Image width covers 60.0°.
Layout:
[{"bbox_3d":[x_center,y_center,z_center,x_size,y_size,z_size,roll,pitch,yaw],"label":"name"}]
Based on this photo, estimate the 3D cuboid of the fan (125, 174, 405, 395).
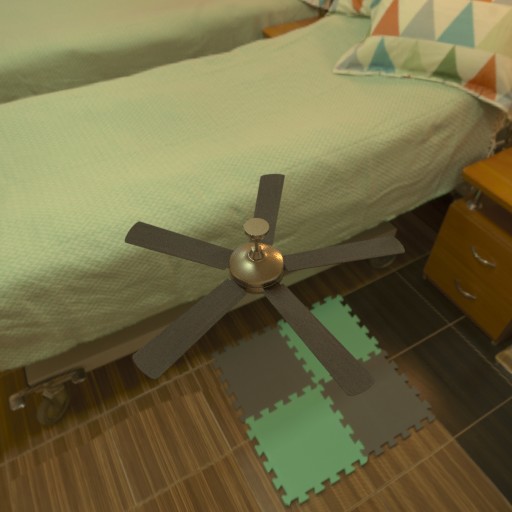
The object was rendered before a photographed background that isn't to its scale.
[{"bbox_3d":[0.000,0.000,1.946,1.321,0.356,1.321,24,52,21],"label":"fan"}]
